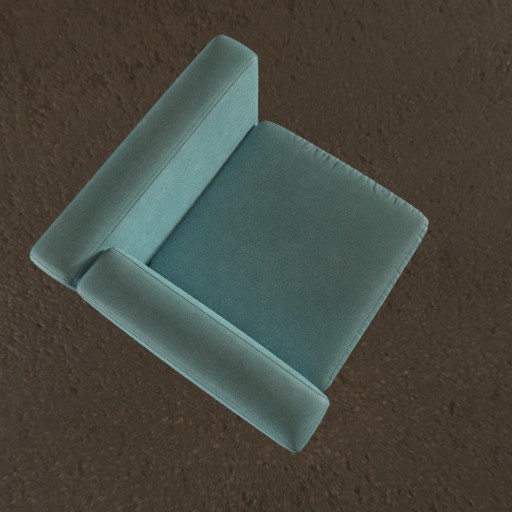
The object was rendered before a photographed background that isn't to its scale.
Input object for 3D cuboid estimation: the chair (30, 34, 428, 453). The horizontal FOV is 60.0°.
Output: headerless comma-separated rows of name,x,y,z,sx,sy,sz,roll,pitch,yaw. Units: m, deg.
chair,0.000,0.000,1.192,0.680,0.660,0.680,34,77,9
